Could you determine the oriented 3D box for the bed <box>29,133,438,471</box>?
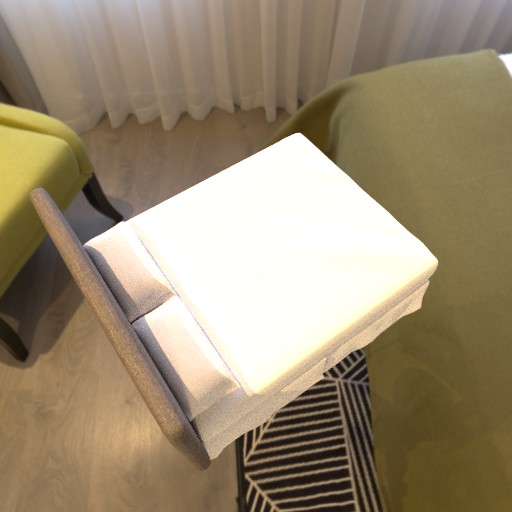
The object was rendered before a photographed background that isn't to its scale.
[{"bbox_3d":[0.000,0.000,3.078,2.142,1.330,1.723,-31,63,-18],"label":"bed"}]
